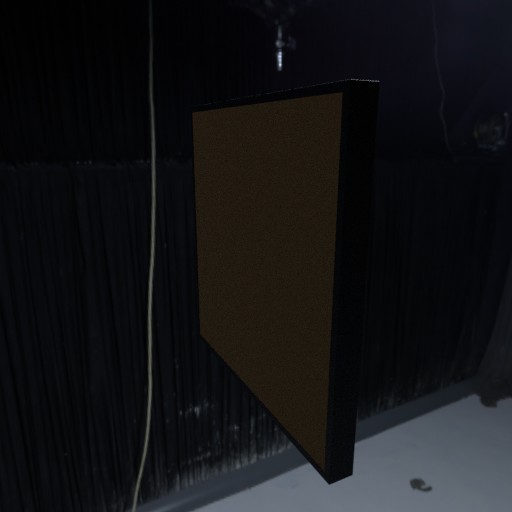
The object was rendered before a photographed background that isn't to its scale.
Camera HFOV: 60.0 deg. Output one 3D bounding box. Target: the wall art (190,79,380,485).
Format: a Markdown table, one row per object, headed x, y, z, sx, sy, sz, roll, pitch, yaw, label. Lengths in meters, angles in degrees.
| x | y | z | sx | sy | sz | roll | pitch | yaw | label |
| --- | --- | --- | --- | --- | --- | --- | --- | --- | --- |
| 0.000 | 0.000 | 0.755 | 0.040 | 0.509 | 0.509 | -8 | 17 | -26 | wall art |
